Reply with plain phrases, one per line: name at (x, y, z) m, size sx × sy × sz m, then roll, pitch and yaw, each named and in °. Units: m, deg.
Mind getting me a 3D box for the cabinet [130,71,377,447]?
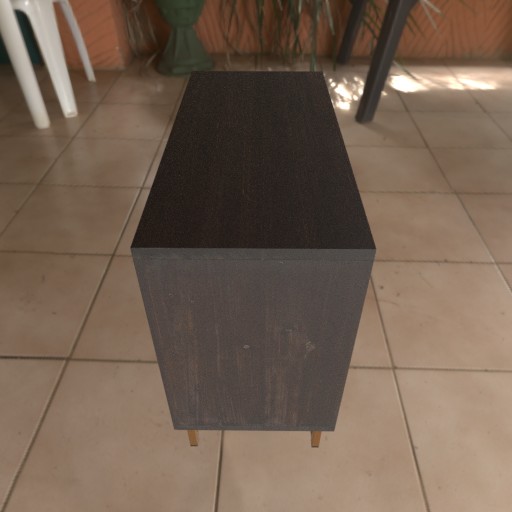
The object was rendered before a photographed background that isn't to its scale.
cabinet at (0.000, 0.000, 1.448) m, size 0.451 × 0.860 × 0.950 m, roll 0°, pitch 41°, yaw 0°
